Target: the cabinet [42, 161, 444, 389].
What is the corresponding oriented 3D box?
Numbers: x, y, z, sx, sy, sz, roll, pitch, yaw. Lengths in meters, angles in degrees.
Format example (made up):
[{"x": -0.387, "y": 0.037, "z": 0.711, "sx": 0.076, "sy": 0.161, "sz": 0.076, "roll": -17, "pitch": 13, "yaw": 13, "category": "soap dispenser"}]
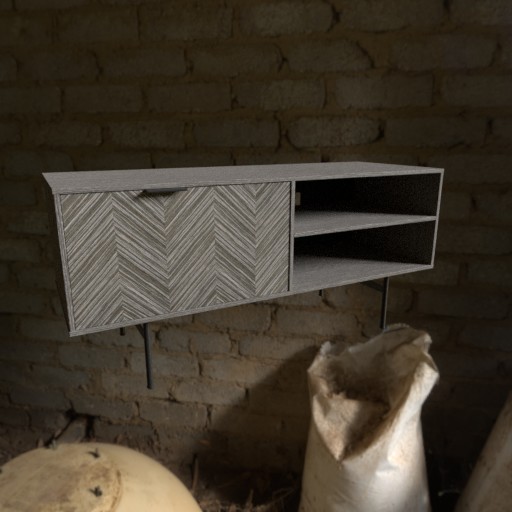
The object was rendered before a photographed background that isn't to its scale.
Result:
[{"x": 0.000, "y": 0.000, "z": 1.587, "sx": 1.300, "sy": 0.599, "sz": 0.500, "roll": -8, "pitch": 17, "yaw": -26, "category": "cabinet"}]
